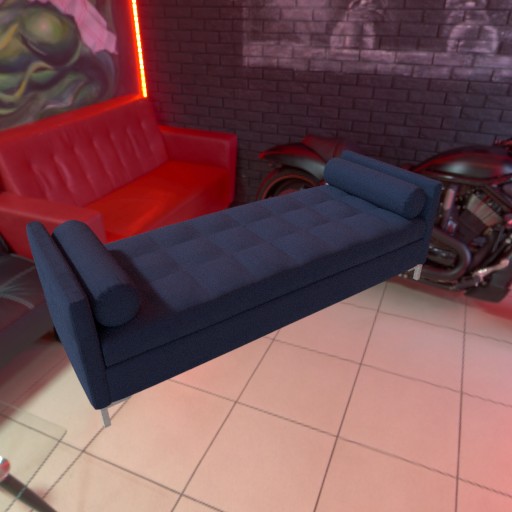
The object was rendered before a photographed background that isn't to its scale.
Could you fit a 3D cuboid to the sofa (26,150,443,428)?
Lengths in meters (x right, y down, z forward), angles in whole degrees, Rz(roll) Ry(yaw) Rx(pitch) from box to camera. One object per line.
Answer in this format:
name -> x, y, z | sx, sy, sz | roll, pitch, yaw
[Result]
sofa -> 0.000, 0.000, 2.448 | 2.102, 0.657, 0.797 | -19, 35, -29
